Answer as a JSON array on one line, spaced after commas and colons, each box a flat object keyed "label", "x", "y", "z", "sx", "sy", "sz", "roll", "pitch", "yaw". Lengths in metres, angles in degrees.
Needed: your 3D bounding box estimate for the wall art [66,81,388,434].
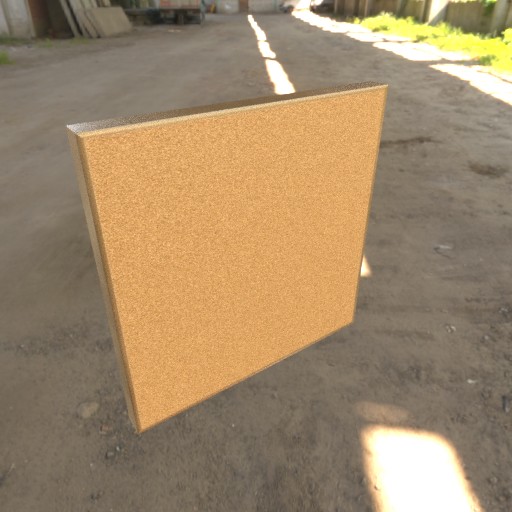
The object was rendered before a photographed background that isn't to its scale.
[{"label": "wall art", "x": 0.000, "y": 0.000, "z": 0.758, "sx": 0.513, "sy": 0.511, "sz": 0.038, "roll": -20, "pitch": 36, "yaw": -29}]
